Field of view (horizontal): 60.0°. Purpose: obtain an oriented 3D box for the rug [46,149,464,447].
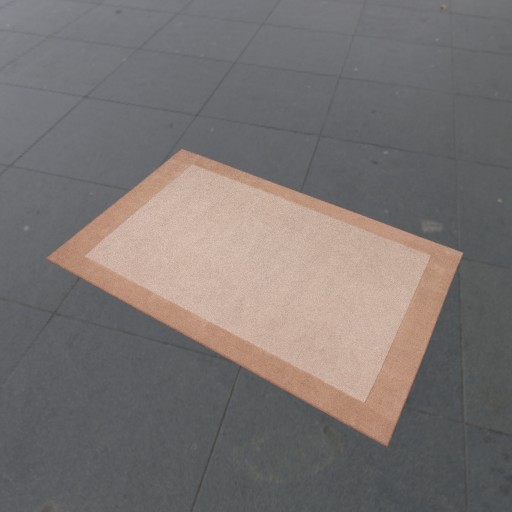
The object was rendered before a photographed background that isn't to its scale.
[{"bbox_3d":[0.000,0.000,3.051,2.438,0.014,1.524,24,52,20],"label":"rug"}]
